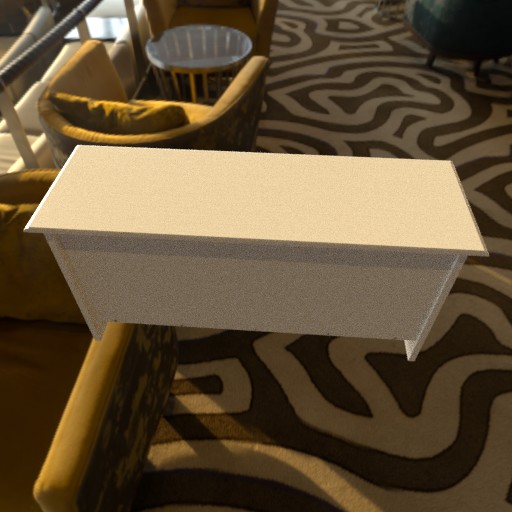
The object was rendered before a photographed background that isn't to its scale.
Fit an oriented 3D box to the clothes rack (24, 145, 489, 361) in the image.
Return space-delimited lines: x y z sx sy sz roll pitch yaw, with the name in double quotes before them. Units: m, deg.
"clothes rack" 0.000 0.000 1.485 1.218 0.558 0.405 3 47 3
